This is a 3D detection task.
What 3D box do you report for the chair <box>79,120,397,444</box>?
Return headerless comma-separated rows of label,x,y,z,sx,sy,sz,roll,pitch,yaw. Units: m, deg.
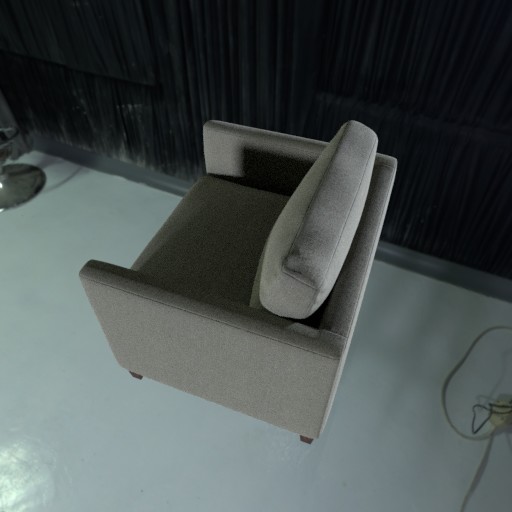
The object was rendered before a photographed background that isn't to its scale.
chair,0.000,0.000,1.924,0.959,0.963,1.107,16,49,14
